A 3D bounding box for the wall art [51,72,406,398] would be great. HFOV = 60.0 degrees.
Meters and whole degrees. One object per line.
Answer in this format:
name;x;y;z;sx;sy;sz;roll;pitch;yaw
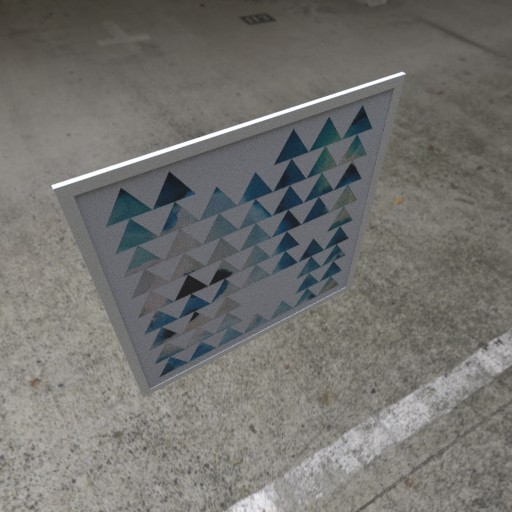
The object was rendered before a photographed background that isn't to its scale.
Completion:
wall art;0.000;0.000;0.672;0.456;0.456;0.007;-24;52;-20
